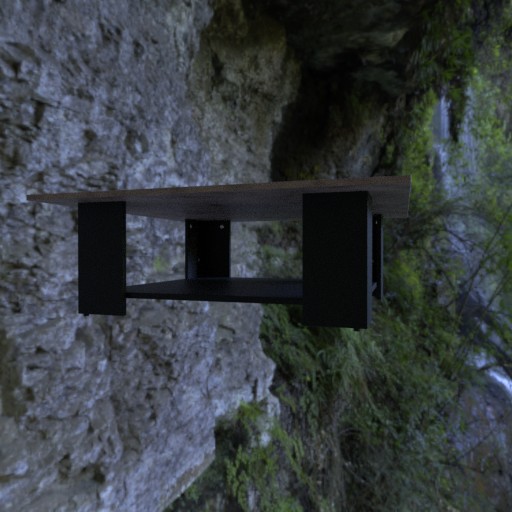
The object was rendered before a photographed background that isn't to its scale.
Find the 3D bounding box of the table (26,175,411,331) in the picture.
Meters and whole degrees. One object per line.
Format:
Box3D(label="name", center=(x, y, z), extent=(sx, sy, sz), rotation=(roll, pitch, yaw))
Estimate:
Box3D(label="table", center=(0.000, 0.000, 1.368), extent=(0.890, 0.305, 0.890), rotation=(0, 1, 18))
